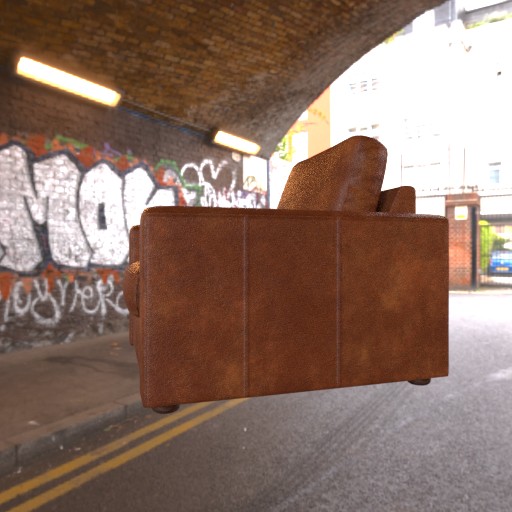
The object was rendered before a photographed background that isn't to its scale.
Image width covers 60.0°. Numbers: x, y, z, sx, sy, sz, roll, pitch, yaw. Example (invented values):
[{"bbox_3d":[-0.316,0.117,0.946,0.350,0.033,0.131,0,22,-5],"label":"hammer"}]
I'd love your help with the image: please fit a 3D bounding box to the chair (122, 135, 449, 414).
[{"bbox_3d":[0.000,0.000,1.766,1.016,0.873,1.005,0,0,-18],"label":"chair"}]
